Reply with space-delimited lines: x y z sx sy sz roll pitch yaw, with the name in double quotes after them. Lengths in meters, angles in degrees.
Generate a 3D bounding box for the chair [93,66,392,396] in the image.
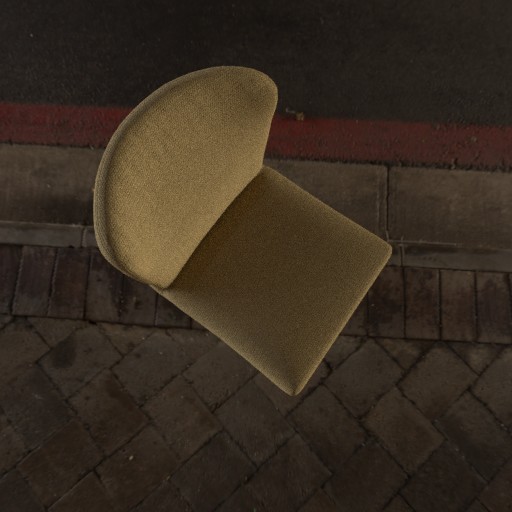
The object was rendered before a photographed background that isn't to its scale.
0.000 0.000 1.188 0.589 0.839 0.491 35 78 9 "chair"
